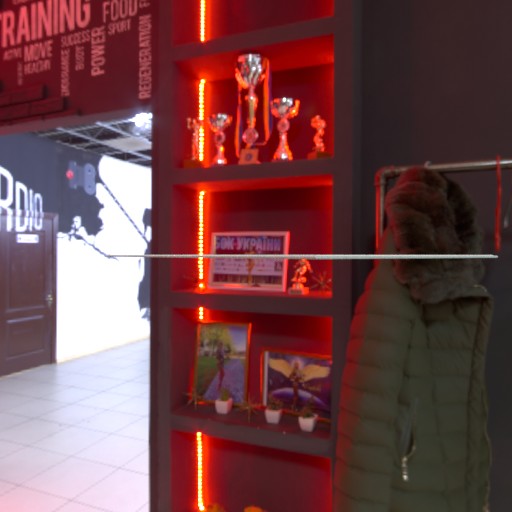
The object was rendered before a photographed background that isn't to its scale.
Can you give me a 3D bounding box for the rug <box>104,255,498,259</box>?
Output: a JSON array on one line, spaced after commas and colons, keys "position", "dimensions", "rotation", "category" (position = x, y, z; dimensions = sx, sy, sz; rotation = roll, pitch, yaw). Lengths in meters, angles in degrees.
[{"position": [0.000, 0.000, 1.418], "dimensions": [0.604, 0.007, 1.219], "rotation": [0, 0, -35], "category": "rug"}]
